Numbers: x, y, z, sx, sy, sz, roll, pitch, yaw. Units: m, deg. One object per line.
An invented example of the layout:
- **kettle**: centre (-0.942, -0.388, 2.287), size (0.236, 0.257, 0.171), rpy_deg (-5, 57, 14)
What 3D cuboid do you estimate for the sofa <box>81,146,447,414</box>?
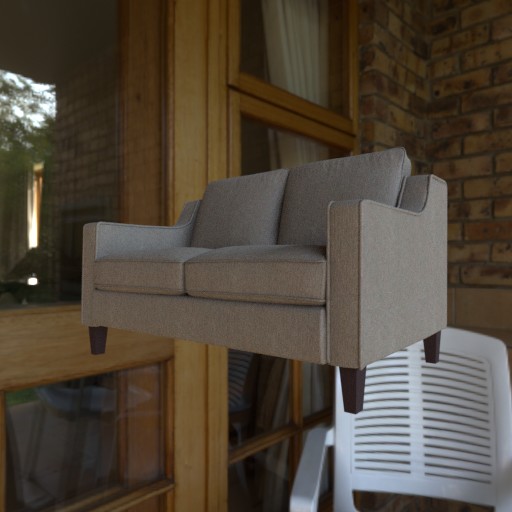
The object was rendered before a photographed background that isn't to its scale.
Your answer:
- **sofa**: centre (0.000, 0.000, 2.128), size (1.503, 0.981, 0.985), rpy_deg (0, -1, 37)
